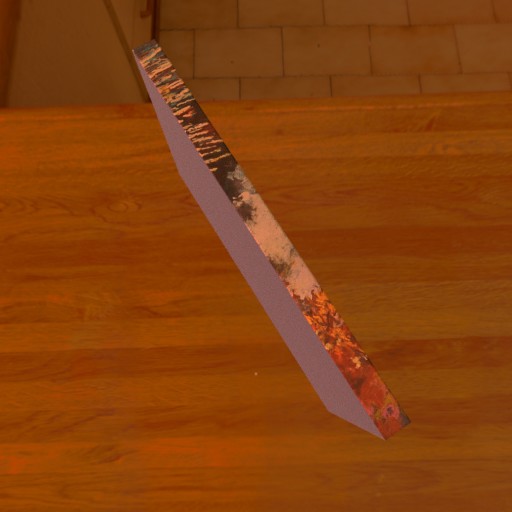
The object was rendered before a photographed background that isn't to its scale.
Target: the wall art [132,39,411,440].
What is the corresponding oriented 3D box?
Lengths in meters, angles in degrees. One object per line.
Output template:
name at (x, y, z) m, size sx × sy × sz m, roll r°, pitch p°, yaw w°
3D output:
wall art at (0.000, 0.000, 0.763) m, size 0.037 × 0.406 × 0.610 m, roll -31°, pitch 77°, yaw -8°
